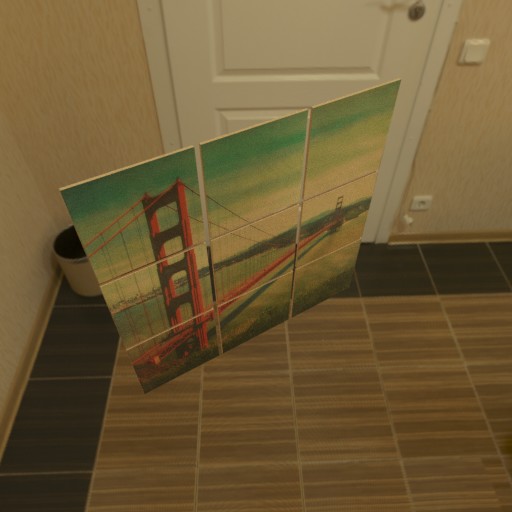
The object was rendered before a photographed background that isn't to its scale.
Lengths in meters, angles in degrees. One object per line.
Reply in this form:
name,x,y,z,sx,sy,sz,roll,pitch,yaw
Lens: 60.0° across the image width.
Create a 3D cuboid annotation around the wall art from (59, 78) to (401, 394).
wall art,0.000,0.000,2.286,1.519,1.507,0.014,-24,52,-20
